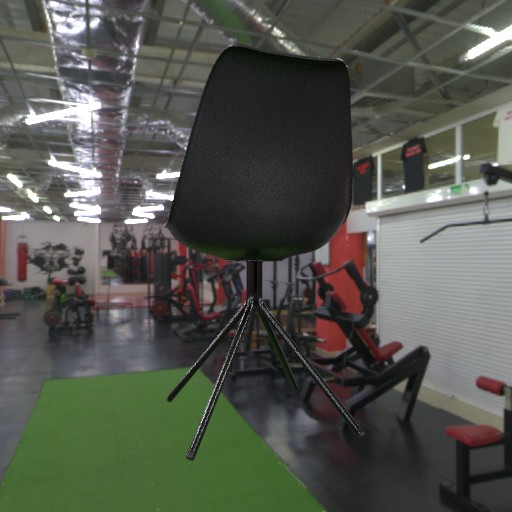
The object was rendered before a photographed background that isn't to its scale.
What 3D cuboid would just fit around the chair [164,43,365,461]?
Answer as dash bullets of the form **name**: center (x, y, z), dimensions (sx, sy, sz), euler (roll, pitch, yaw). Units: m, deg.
- **chair**: center (0.000, 0.000, 1.154), dimensions (0.461, 0.850, 0.525), euler (0, -1, -17)
